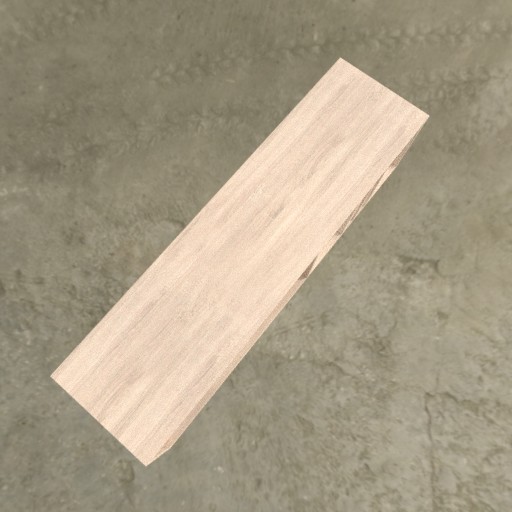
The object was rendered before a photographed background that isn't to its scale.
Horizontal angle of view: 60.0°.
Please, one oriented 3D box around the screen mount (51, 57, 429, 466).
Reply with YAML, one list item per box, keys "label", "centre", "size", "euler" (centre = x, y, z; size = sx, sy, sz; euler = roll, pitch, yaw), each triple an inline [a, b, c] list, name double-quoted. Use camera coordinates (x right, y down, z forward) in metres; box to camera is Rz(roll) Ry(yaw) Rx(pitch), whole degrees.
- label: "screen mount"
  centre: [0.000, 0.000, 1.724]
  size: [0.400, 0.510, 1.500]
  euler: [38, 77, 10]
